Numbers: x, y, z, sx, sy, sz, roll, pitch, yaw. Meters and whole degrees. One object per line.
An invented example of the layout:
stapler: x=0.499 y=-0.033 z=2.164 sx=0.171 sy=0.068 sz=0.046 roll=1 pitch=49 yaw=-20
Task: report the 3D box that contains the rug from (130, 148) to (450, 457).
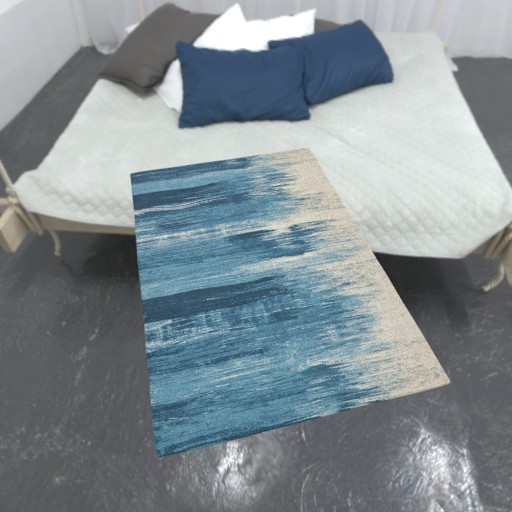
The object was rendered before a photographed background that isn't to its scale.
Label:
rug: x=0.000 y=0.000 z=2.359 sx=1.232 sy=0.009 sz=1.836 roll=-10 pitch=47 yaw=-10
